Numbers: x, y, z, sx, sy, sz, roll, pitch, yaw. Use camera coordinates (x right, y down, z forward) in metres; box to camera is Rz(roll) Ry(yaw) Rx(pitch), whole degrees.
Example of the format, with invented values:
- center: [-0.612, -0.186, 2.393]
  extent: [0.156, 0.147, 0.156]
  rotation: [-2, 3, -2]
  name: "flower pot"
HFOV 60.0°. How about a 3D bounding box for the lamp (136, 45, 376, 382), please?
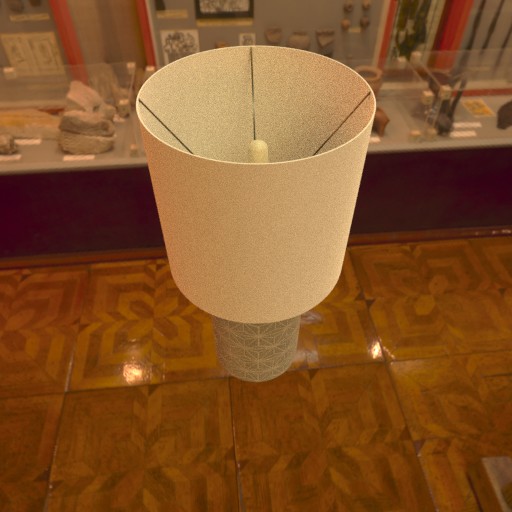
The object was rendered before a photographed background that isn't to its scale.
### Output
- center: [0.000, 0.000, 0.539]
  extent: [0.206, 0.416, 0.206]
  rotation: [-3, 47, -3]
  name: "lamp"
